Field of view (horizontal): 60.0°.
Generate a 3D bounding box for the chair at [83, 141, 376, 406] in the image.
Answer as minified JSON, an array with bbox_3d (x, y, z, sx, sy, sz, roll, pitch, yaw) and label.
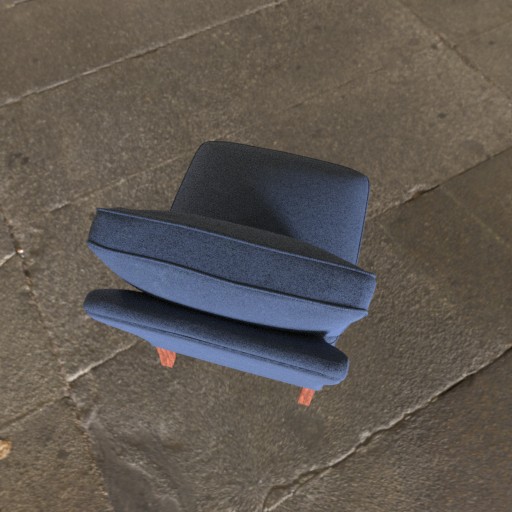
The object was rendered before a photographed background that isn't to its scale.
[{"bbox_3d":[0.000,0.000,1.618,0.724,1.052,0.912,14,63,7],"label":"chair"}]
